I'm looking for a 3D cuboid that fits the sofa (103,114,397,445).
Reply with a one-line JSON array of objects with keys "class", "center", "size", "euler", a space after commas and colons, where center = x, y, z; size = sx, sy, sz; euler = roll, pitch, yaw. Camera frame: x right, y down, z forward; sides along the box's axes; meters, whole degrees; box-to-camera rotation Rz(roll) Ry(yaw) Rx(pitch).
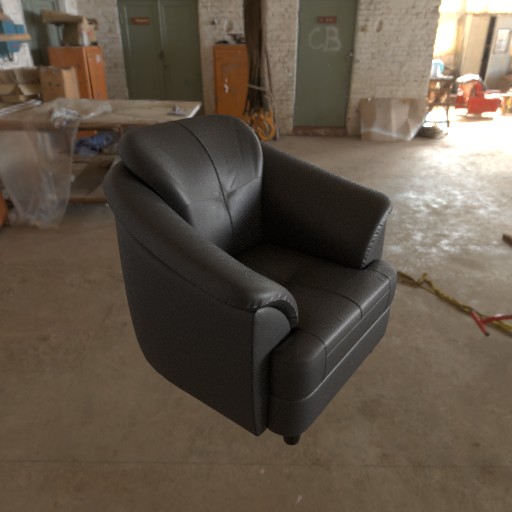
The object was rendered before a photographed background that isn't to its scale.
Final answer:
[{"class": "sofa", "center": [0.000, 0.000, 1.494], "size": [0.794, 0.811, 0.870], "euler": [19, 32, 33]}]
